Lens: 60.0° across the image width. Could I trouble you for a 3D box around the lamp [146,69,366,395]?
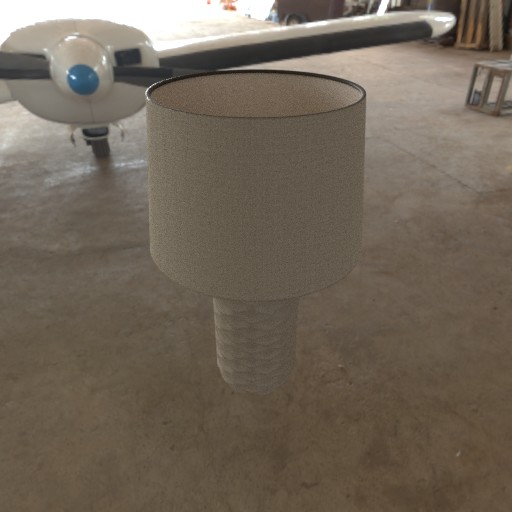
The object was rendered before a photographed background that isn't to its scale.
[{"bbox_3d":[0.000,0.000,0.823,0.376,0.594,0.376,0,32,0],"label":"lamp"}]
